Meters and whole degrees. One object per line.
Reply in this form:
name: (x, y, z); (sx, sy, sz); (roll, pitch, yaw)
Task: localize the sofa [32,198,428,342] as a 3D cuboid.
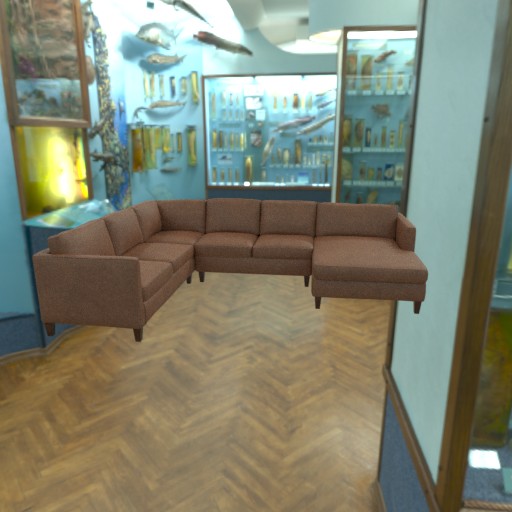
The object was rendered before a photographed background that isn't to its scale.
sofa: (0.000, 0.000, 4.739); (3.460, 0.923, 2.593); (2, 15, 7)
